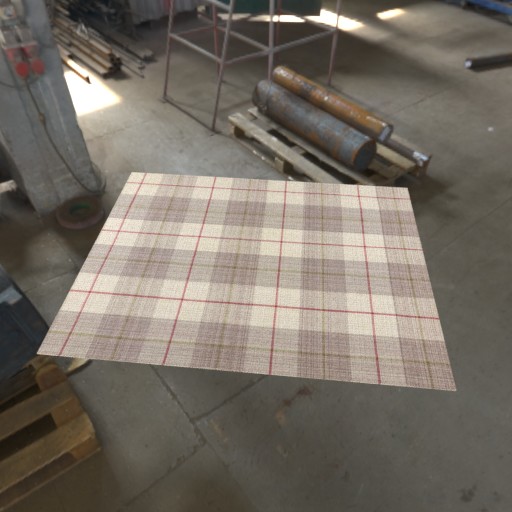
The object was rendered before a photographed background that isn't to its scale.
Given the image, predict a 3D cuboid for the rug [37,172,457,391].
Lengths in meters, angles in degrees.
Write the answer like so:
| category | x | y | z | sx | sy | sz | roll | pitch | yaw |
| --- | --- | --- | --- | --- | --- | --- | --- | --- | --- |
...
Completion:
| category | x | y | z | sx | sy | sz | roll | pitch | yaw |
| --- | --- | --- | --- | --- | --- | --- | --- | --- | --- |
| rug | 0.000 | 0.000 | 3.929 | 2.959 | 0.016 | 2.317 | 4 | 45 | 4 |
